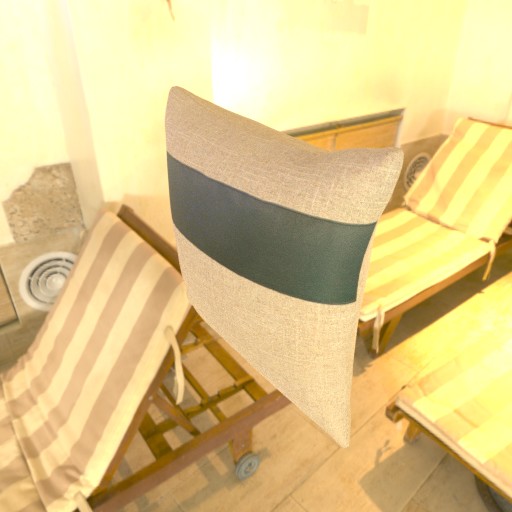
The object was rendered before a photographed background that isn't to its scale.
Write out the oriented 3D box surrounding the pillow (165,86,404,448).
[{"bbox_3d":[0.000,0.000,0.620,0.173,0.399,0.414,-21,36,-31],"label":"pillow"}]
